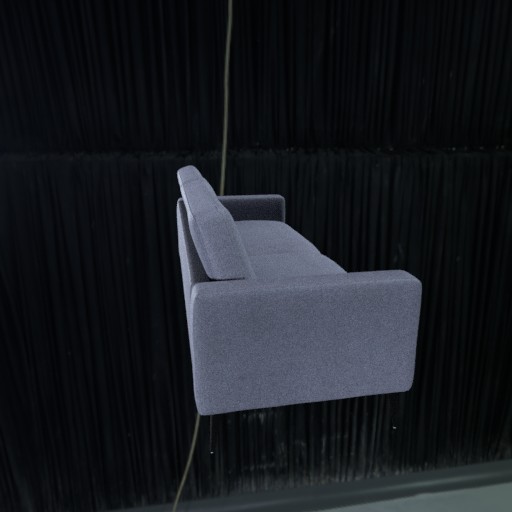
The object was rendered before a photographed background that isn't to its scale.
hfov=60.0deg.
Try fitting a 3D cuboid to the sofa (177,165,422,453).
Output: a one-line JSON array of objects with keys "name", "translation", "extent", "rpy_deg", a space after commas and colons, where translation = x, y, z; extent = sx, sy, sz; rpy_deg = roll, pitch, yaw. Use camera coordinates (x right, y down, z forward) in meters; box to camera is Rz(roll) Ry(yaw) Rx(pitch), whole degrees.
[{"name": "sofa", "translation": [0.000, 0.000, 2.342], "extent": [0.774, 0.828, 1.925], "rpy_deg": [-3, 17, -11]}]
